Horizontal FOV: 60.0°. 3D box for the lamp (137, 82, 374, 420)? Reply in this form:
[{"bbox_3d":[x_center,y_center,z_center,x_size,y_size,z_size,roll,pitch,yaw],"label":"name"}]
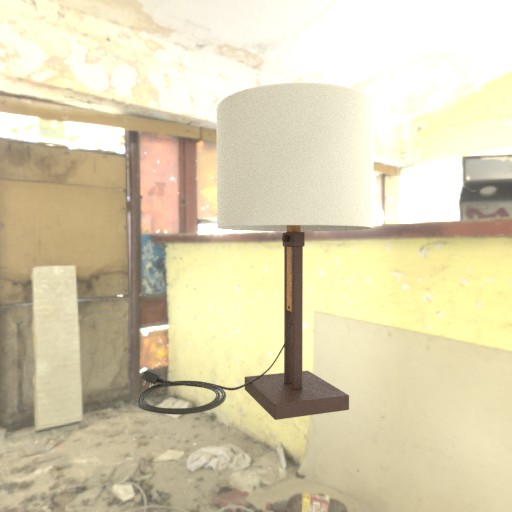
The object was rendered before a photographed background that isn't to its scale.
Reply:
[{"bbox_3d":[0.000,0.000,1.018,0.525,0.668,0.396,0,1,-19],"label":"lamp"}]
